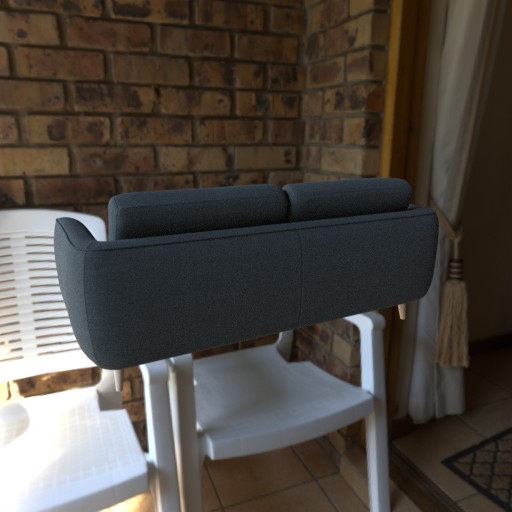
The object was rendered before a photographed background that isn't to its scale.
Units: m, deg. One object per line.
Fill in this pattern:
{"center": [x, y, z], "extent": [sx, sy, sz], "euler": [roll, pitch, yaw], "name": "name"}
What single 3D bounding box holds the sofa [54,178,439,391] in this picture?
{"center": [0.000, 0.000, 2.460], "extent": [2.000, 0.850, 0.920], "euler": [-8, 17, -27], "name": "sofa"}
